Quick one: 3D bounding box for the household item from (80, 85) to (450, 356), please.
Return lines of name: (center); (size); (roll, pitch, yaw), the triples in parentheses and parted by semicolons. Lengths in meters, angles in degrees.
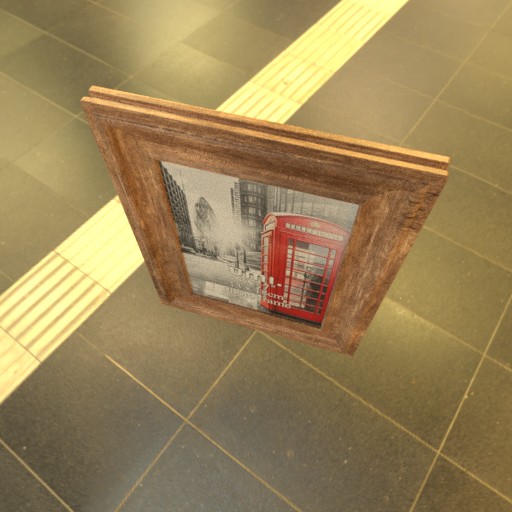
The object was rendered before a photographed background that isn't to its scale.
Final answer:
household item: (0.000, 0.000, 0.318); (0.186, 0.237, 0.018); (14, 59, 9)
